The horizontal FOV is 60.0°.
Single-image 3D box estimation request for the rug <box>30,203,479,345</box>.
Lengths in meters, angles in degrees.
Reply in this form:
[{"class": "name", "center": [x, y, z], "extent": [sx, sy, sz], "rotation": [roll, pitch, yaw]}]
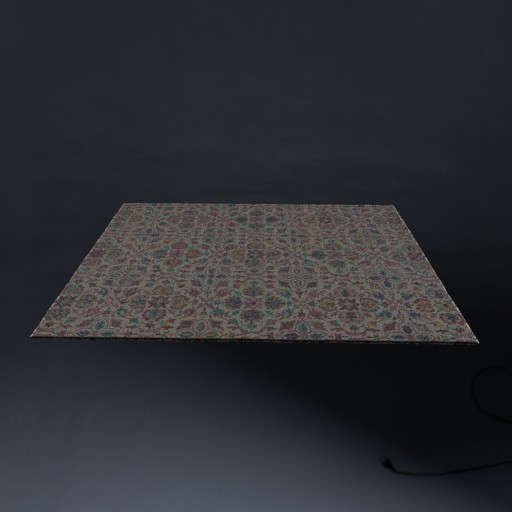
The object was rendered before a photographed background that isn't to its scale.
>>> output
[{"class": "rug", "center": [0.000, 0.000, 4.221], "extent": [3.215, 0.020, 2.446], "rotation": [1, 30, 1]}]
